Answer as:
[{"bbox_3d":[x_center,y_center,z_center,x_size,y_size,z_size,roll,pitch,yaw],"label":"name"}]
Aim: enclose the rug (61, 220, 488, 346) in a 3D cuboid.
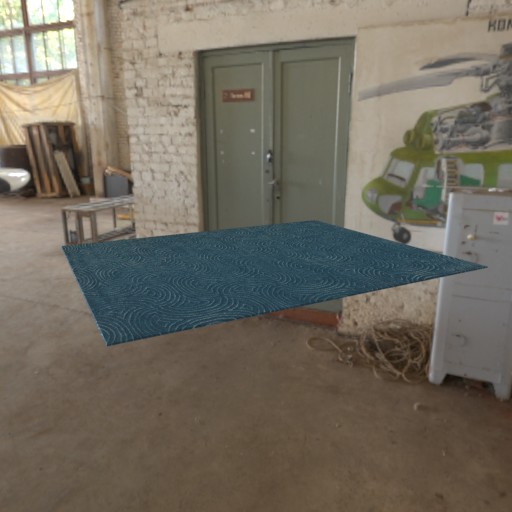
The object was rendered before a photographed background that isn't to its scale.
[{"bbox_3d":[0.000,0.000,3.995,3.033,0.012,2.432,-8,17,-27],"label":"rug"}]
